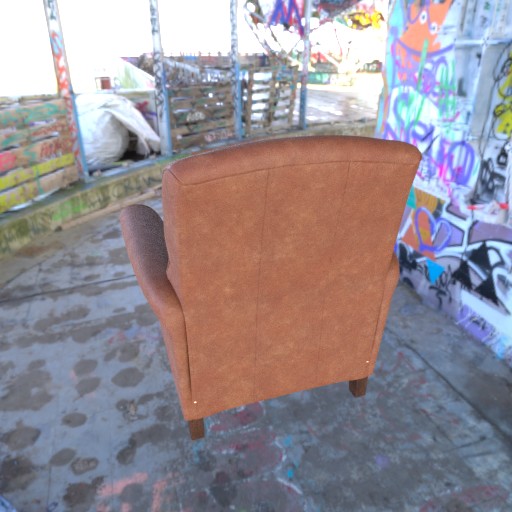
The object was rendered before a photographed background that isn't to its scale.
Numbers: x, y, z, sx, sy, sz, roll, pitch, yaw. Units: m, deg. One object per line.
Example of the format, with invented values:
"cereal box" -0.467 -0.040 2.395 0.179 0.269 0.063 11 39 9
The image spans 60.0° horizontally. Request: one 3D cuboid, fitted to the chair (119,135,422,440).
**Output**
"chair" 0.000 0.000 1.748 0.978 1.061 0.902 -8 27 -17
